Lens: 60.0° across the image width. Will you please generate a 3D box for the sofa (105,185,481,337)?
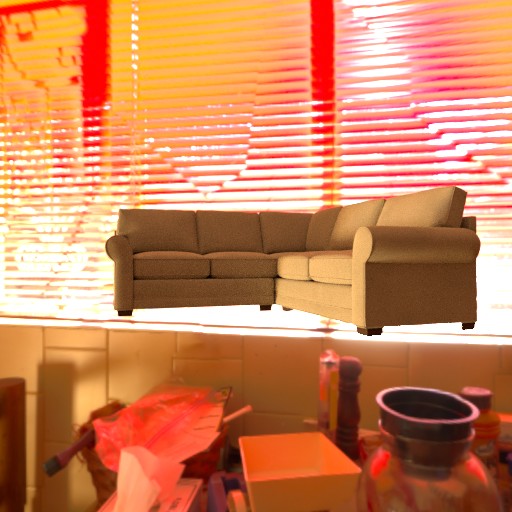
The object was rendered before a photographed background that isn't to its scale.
[{"bbox_3d":[0.000,0.000,3.837,2.487,1.053,2.562,0,-1,-19],"label":"sofa"}]
